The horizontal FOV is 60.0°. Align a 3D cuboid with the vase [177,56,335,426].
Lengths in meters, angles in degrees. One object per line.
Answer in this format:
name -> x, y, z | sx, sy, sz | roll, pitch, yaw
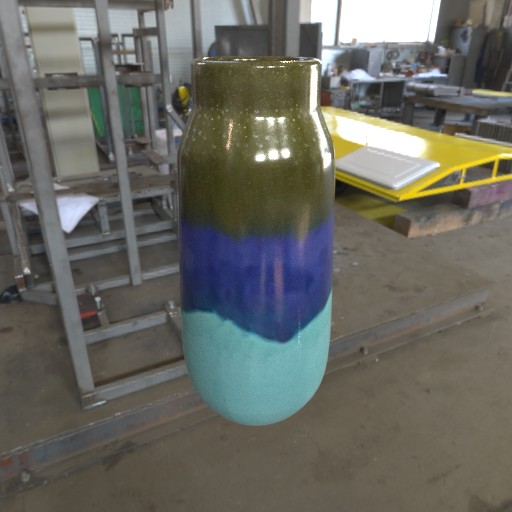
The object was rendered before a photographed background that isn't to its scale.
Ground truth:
vase -> 0.000, 0.000, 0.384 | 0.139, 0.313, 0.139 | 0, 26, 0
